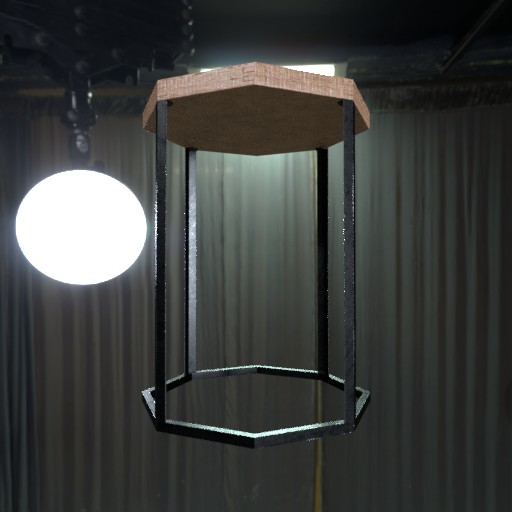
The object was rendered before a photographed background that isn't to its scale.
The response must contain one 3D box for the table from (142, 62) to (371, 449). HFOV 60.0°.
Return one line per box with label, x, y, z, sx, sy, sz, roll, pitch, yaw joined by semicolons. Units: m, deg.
table;0.000;0.000;0.851;0.437;0.553;0.437;0;-1;0
